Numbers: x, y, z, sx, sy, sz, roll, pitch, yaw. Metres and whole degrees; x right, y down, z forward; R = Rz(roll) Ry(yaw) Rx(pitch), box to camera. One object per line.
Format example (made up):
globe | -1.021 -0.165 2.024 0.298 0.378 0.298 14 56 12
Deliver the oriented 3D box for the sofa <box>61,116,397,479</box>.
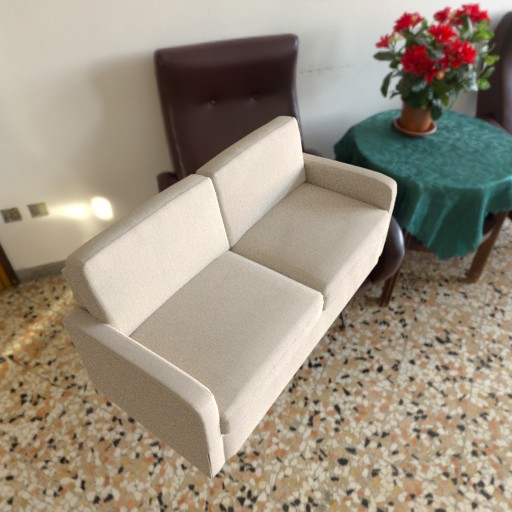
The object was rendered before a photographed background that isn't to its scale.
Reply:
sofa | 0.000 0.000 2.341 0.894 0.831 1.808 26 49 25
